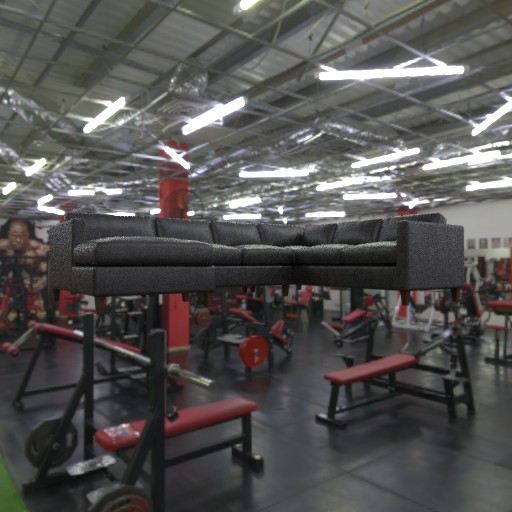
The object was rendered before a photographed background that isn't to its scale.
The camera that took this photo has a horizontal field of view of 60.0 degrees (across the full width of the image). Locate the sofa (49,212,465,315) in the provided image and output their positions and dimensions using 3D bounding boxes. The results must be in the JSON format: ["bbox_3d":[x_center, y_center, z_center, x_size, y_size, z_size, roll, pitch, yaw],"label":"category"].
[{"bbox_3d":[0.000,0.000,4.393,3.324,0.891,2.452,1,-1,-36],"label":"sofa"}]
